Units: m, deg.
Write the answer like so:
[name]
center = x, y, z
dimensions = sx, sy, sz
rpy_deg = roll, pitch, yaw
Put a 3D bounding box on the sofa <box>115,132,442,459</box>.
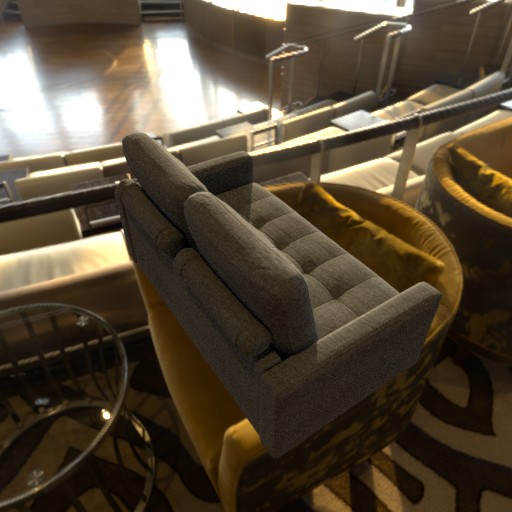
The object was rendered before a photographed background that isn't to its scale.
[sofa]
center = 0.000, 0.000, 2.022
dimensions = 0.842, 0.907, 1.407
rpy_deg = -24, 46, -25
